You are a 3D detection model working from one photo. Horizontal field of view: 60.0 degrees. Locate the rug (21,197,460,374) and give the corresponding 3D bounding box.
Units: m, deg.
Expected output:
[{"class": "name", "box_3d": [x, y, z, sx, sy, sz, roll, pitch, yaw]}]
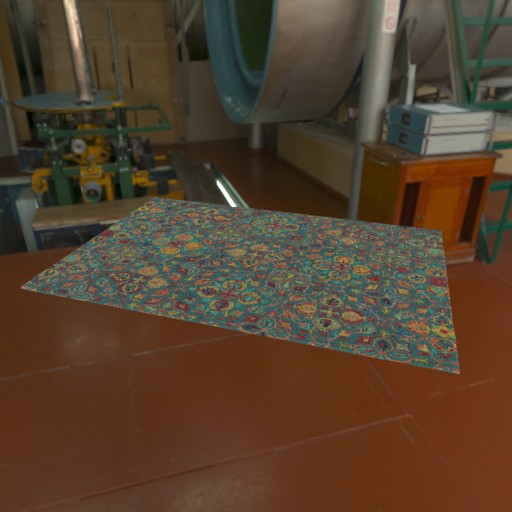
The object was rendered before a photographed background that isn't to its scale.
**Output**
[{"class": "rug", "box_3d": [0.000, 0.000, 2.821, 2.290, 0.016, 1.527, 8, 29, 15]}]
